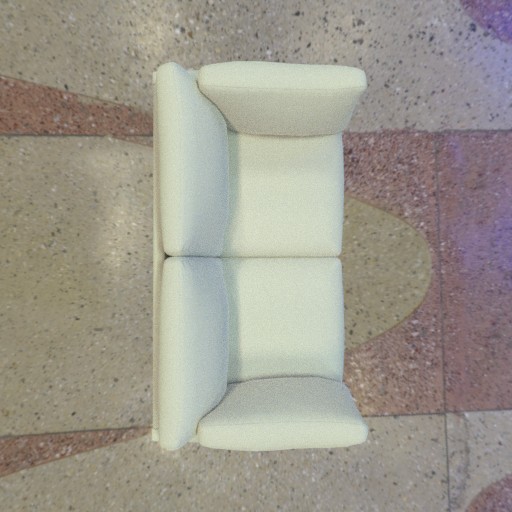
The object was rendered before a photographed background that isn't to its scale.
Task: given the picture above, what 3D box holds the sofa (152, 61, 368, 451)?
[{"bbox_3d":[0.000,0.000,2.262,0.970,0.836,1.776,0,89,0],"label":"sofa"}]
